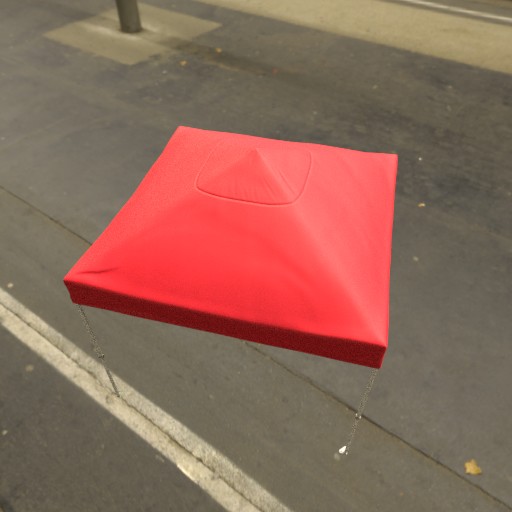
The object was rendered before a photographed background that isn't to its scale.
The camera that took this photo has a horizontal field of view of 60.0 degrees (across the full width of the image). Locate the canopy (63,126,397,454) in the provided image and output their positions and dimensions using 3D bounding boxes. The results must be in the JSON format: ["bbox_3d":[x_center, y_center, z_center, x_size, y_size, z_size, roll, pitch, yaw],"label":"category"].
[{"bbox_3d":[0.000,0.000,5.420,2.998,2.997,2.996,10,46,10],"label":"canopy"}]
